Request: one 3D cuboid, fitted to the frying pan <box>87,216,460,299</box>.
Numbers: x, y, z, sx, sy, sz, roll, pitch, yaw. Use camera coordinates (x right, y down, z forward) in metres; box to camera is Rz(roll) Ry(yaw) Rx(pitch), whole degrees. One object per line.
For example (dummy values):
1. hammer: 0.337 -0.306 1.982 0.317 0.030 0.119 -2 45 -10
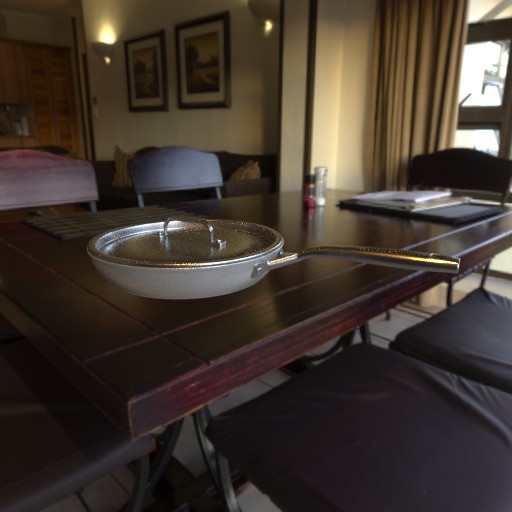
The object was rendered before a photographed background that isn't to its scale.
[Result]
1. frying pan: 0.000 0.000 0.589 0.490 0.086 0.272 8 18 26
